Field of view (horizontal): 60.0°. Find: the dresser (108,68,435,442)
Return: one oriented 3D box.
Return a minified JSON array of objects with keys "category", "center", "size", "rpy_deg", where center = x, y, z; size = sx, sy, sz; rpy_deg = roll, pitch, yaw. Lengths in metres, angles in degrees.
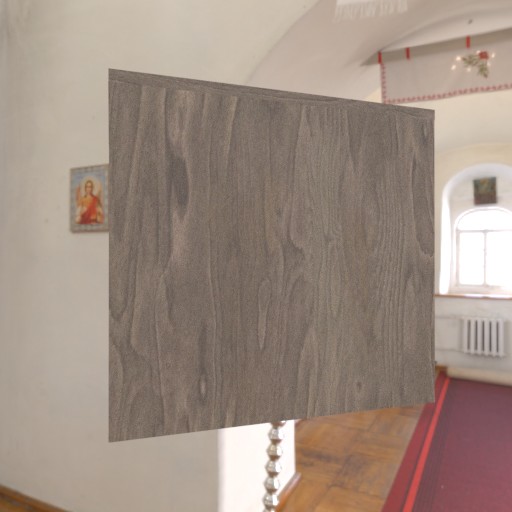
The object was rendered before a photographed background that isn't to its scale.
[{"category":"dresser","center":[0.000,0.000,1.280],"size":[0.809,0.762,0.529],"rpy_deg":[0,0,-18]}]
